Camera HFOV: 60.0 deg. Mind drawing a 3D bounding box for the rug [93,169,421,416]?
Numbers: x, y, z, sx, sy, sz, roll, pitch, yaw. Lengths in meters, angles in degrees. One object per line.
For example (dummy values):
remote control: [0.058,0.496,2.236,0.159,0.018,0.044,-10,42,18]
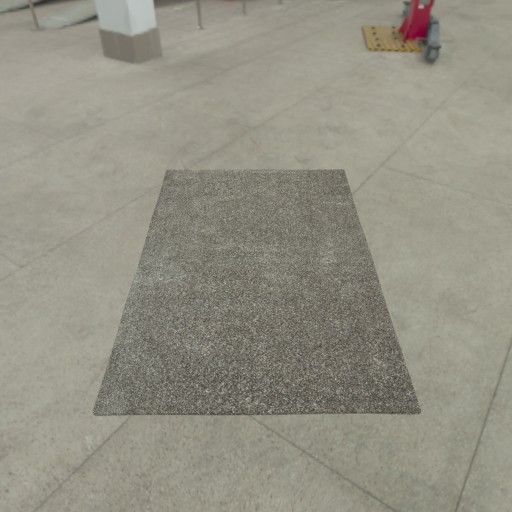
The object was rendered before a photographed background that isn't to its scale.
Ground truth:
rug: [0.000,0.000,3.458,1.802,0.026,2.699,0,40,0]
